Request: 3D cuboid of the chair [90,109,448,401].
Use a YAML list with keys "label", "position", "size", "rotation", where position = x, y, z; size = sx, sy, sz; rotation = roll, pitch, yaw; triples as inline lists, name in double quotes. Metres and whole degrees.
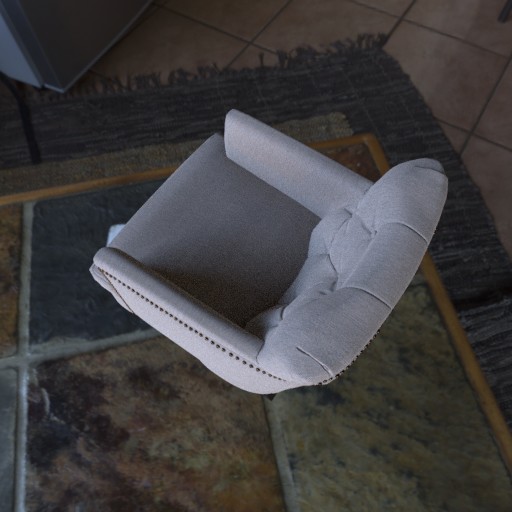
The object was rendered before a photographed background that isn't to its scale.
- label: "chair"
  position: [0.000, 0.000, 1.508]
  size: [0.902, 0.823, 0.737]
  rotation: [31, 67, 15]
